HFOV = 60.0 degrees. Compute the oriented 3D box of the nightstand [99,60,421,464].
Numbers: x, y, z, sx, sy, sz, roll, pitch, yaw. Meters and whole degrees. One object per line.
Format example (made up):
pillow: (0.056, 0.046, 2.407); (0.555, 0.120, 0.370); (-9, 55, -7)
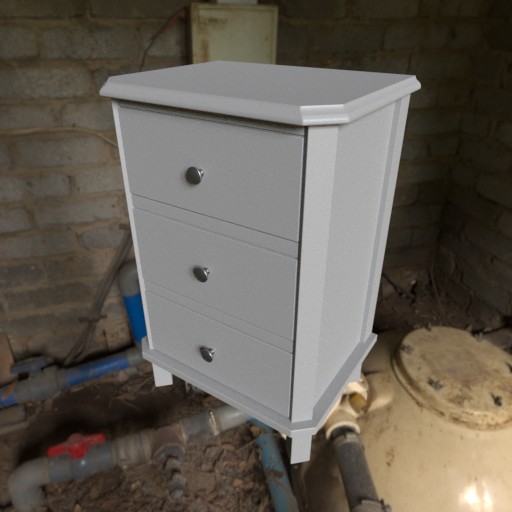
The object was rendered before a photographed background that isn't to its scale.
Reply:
nightstand: (0.000, 0.000, 0.904); (0.450, 0.680, 0.350); (18, 34, 29)
